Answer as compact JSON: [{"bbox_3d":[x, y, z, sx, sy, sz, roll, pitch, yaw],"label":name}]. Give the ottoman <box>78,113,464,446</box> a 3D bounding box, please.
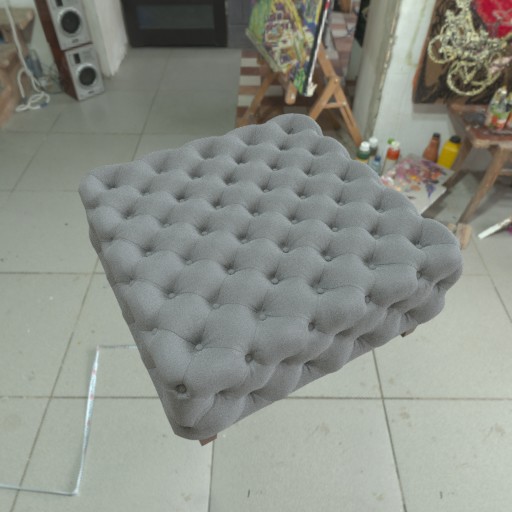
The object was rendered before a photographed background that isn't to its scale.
[{"bbox_3d":[0.000,0.000,1.453,0.911,0.439,0.917,-22,50,-20],"label":"ottoman"}]
